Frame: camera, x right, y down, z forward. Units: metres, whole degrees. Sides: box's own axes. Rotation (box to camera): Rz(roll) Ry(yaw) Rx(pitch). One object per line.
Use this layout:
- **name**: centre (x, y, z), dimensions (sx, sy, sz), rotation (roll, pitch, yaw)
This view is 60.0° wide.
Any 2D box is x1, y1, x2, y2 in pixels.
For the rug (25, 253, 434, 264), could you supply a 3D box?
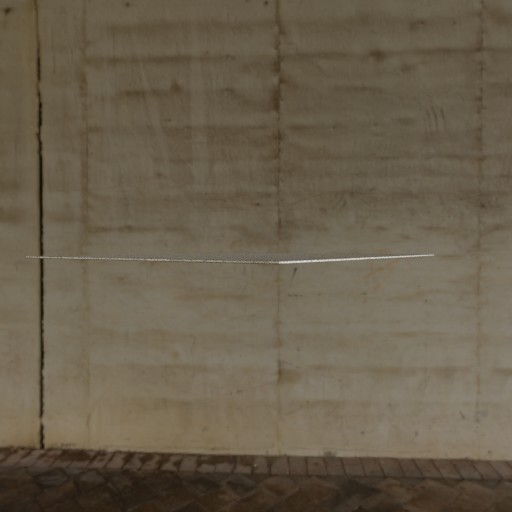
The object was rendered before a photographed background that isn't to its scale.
- **rug**: centre (0.000, 0.000, 4.133), dimensions (2.447, 0.014, 3.061), rotation (1, 1, 35)
